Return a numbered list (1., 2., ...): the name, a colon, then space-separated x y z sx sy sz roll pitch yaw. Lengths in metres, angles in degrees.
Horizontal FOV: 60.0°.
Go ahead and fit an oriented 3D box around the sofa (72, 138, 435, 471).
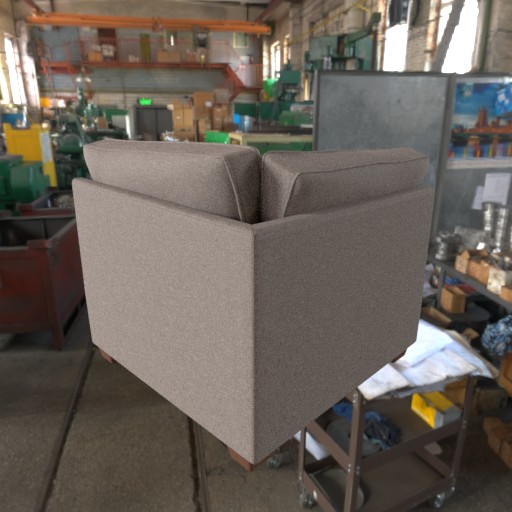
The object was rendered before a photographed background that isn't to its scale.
1. sofa: 0.000 0.000 1.835 1.050 0.951 1.042 -16 24 -42
